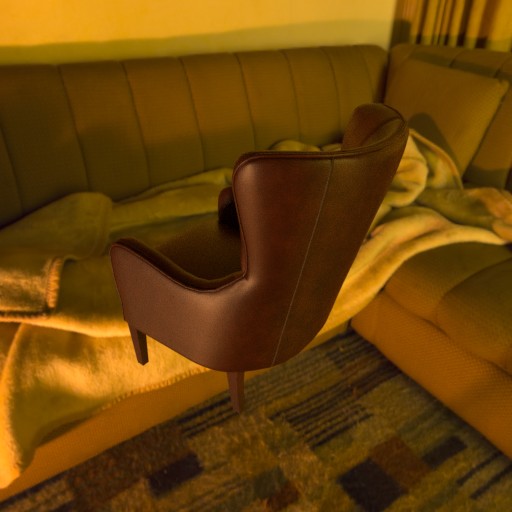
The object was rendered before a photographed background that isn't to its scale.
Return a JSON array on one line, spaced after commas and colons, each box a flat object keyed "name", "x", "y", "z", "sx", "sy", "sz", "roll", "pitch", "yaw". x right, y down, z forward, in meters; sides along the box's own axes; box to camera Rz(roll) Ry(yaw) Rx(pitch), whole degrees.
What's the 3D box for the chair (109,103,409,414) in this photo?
[{"name": "chair", "x": 0.000, "y": 0.000, "z": 1.633, "sx": 0.914, "sy": 1.048, "sz": 0.692, "roll": 21, "pitch": 37, "yaw": 31}]
